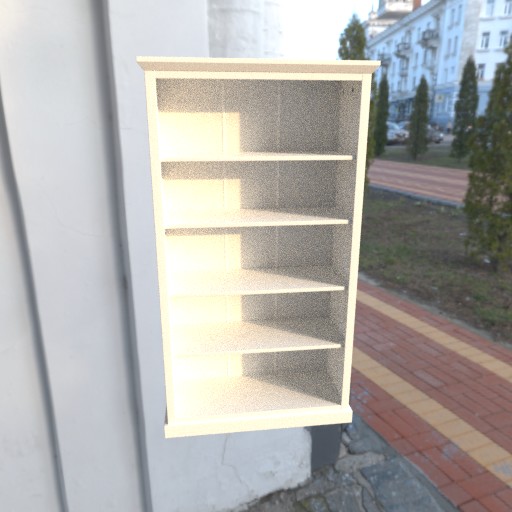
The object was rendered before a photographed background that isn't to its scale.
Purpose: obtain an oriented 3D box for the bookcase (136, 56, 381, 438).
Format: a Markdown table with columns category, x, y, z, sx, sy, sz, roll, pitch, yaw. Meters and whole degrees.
| category | x | y | z | sx | sy | sz | roll | pitch | yaw |
| --- | --- | --- | --- | --- | --- | --- | --- | --- | --- |
| bookcase | 0.000 | 0.000 | 2.359 | 1.050 | 1.880 | 0.432 | -2 | 17 | -7 |
